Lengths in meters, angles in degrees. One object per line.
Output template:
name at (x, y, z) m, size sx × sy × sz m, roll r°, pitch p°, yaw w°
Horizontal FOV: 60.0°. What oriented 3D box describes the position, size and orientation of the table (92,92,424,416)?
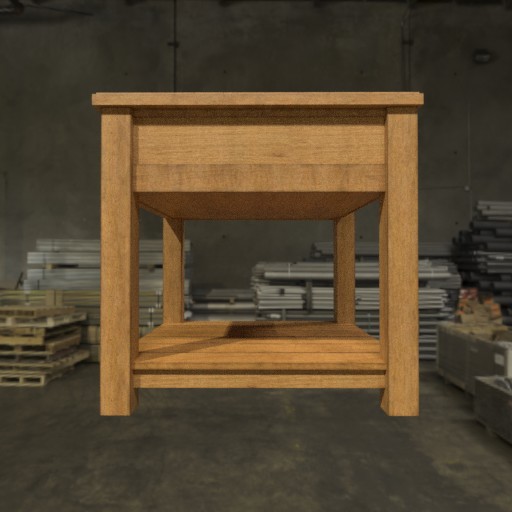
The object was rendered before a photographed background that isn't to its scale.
table at (0.000, 0.000, 1.111) m, size 0.612 × 0.593 × 0.616 m, roll 0°, pitch -1°, yaw 0°
